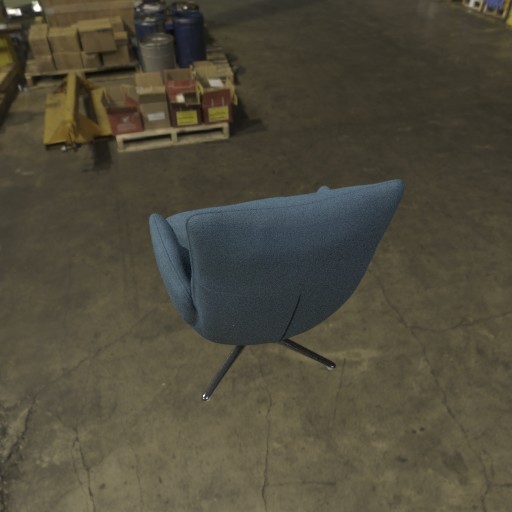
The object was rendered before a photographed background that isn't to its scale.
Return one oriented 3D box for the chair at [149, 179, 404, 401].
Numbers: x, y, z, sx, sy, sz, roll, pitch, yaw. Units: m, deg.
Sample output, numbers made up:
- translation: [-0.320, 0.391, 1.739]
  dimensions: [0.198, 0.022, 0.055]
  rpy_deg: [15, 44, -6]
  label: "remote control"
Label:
- translation: [0.000, 0.000, 1.622]
  dimensions: [0.711, 1.016, 0.889]
  rpy_deg: [-11, 43, -12]
  label: "chair"
